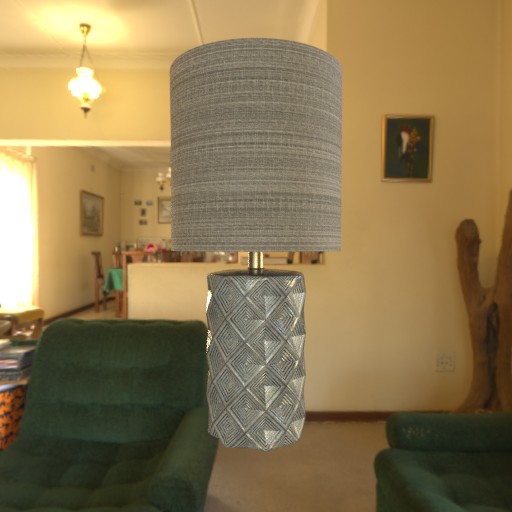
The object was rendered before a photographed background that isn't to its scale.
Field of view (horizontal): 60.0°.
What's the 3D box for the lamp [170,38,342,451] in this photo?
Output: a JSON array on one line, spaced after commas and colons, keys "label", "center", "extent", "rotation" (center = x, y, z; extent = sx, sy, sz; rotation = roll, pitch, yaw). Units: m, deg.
[{"label": "lamp", "center": [0.000, 0.000, 0.709], "extent": [0.269, 0.566, 0.268], "rotation": [0, 2, -17]}]
